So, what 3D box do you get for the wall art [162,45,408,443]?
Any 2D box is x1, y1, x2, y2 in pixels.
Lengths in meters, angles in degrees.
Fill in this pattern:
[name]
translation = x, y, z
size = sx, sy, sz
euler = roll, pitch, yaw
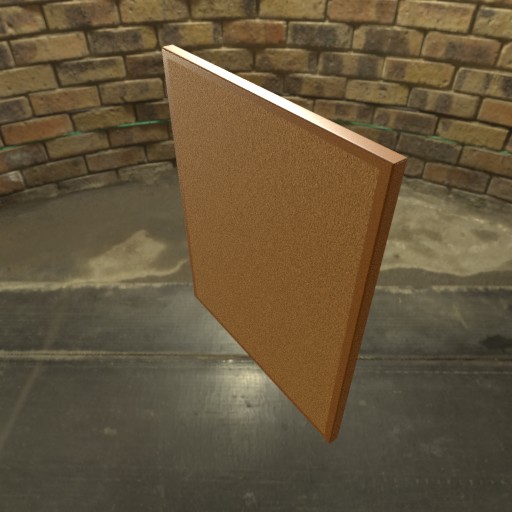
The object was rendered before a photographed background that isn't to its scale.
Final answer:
[wall art]
translation = 0.000, 0.000, 0.503
size = 0.015, 0.379, 0.310
euler = -27, 48, -27
